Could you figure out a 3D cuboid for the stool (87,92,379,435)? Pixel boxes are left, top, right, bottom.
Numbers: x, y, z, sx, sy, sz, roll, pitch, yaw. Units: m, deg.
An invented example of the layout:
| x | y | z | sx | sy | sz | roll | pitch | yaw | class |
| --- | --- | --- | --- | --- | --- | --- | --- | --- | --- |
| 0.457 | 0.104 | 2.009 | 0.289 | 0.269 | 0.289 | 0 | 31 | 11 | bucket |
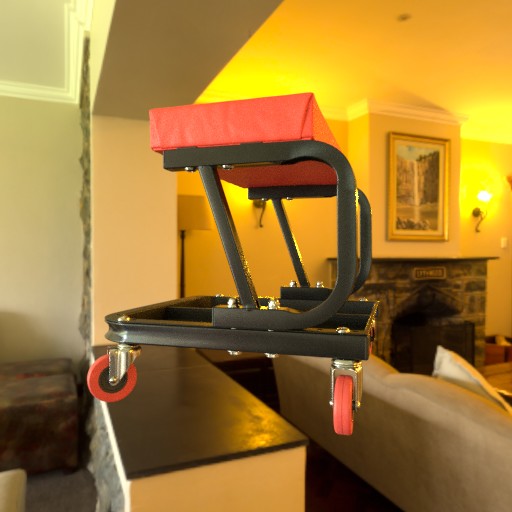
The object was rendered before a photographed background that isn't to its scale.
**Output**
| x | y | z | sx | sy | sz | roll | pitch | yaw | class |
| --- | --- | --- | --- | --- | --- | --- | --- | --- | --- |
| 0.000 | 0.000 | 0.712 | 0.371 | 0.380 | 0.446 | 0 | 1 | 17 | stool |
